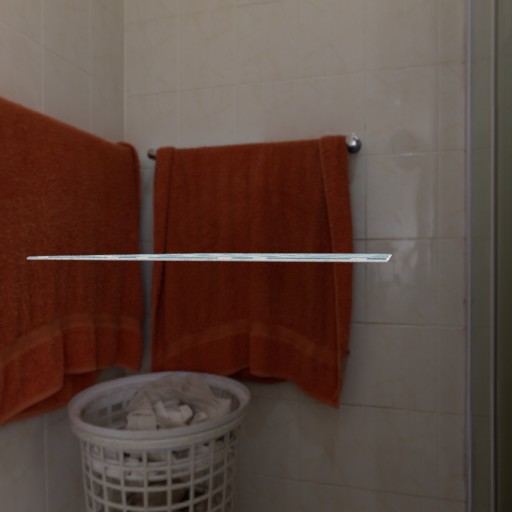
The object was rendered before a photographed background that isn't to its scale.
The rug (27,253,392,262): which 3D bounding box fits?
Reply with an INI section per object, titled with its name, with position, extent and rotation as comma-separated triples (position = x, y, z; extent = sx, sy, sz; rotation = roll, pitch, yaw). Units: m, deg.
[rug]
position = 0.000, 0.000, 4.240
extent = 2.466, 0.021, 3.049
rotation = 0, 1, 17
